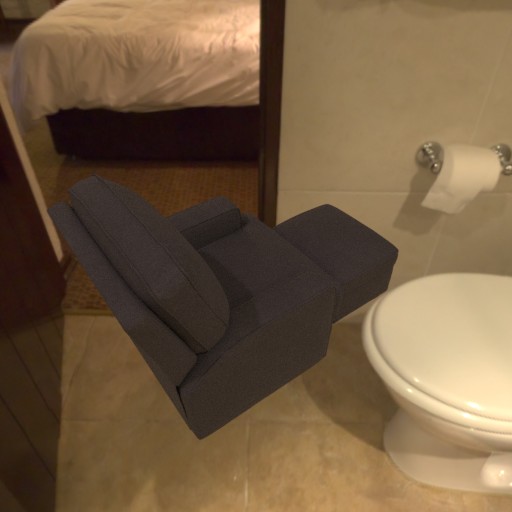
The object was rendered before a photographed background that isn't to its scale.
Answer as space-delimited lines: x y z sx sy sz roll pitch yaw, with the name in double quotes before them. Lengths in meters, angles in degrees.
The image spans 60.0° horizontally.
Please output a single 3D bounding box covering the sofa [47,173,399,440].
"sofa" 0.000 0.000 2.043 1.472 0.959 0.861 -25 47 -27
